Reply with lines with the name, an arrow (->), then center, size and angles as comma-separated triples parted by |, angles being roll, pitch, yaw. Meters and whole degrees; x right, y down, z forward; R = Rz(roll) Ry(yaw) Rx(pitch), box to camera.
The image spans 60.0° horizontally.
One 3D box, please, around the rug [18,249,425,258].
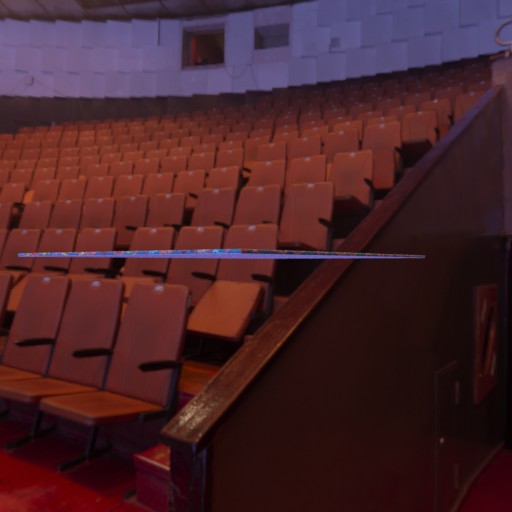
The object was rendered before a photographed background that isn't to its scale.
rug -> 0.000, 0.000, 2.300 | 1.216, 0.014, 1.836 | 0, -1, 36
